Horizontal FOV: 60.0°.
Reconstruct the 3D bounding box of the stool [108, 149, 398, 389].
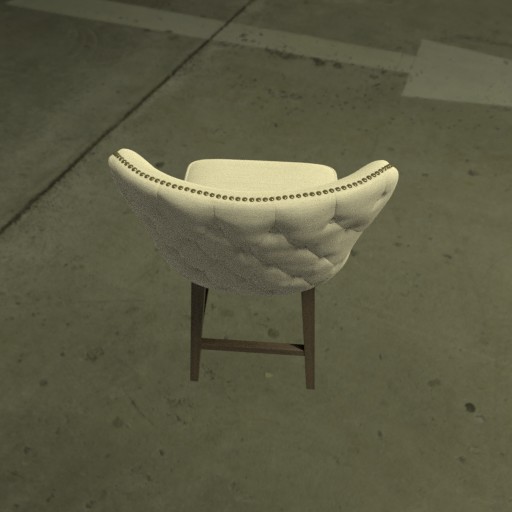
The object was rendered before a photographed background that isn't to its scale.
[{"bbox_3d":[0.000,0.000,1.347,0.615,0.972,0.597,3,49,3],"label":"stool"}]
